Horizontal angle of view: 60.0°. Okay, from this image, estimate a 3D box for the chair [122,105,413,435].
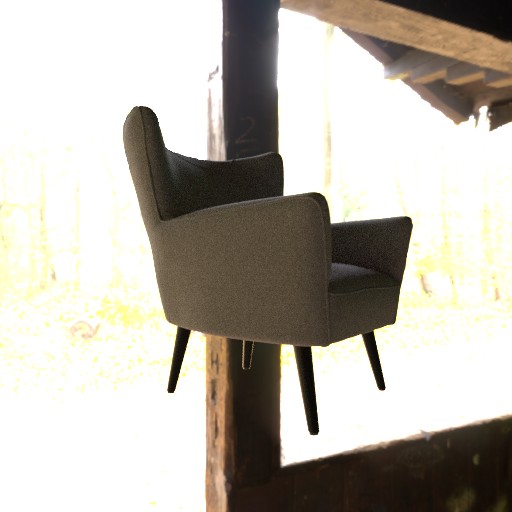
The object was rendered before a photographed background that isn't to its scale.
[{"bbox_3d":[0.000,0.000,1.564,0.888,0.933,0.781,-1,-1,36],"label":"chair"}]
